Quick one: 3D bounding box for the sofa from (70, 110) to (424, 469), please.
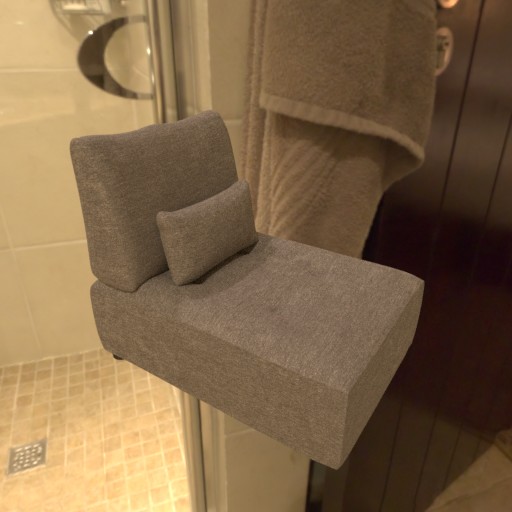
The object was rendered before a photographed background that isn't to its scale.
[{"bbox_3d":[0.000,0.000,1.530,1.000,0.820,0.700,17,31,30],"label":"sofa"}]
